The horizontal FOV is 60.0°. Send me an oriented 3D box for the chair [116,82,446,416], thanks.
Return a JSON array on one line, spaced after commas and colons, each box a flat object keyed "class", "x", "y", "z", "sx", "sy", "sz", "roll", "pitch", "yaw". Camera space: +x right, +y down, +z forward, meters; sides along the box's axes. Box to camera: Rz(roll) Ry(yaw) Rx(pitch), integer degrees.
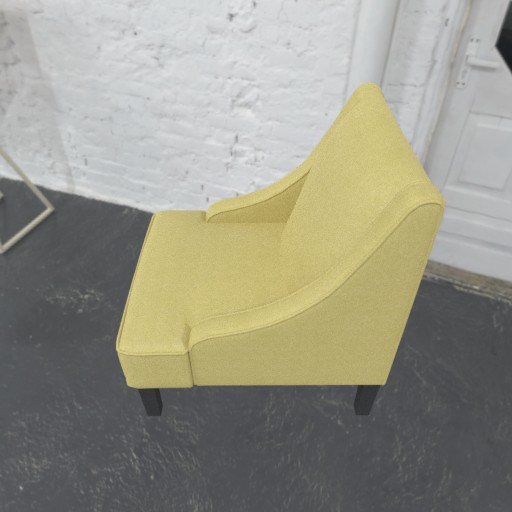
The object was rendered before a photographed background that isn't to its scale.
[{"class": "chair", "x": 0.000, "y": 0.000, "z": 1.464, "sx": 0.814, "sy": 0.896, "sz": 0.696, "roll": 0, "pitch": 41, "yaw": 0}]
